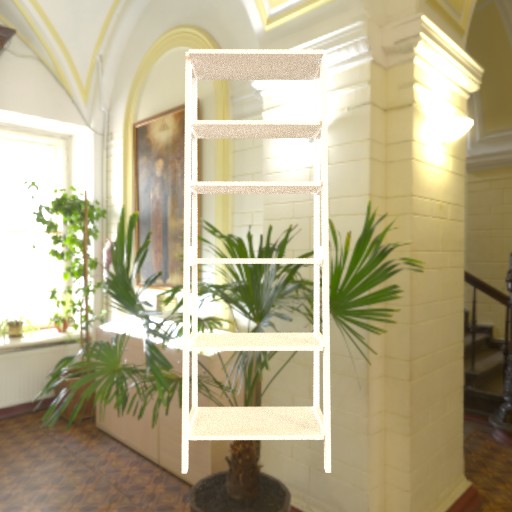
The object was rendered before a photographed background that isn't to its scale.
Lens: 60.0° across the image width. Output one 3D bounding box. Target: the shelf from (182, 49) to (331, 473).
[{"bbox_3d":[0.000,0.000,2.117,0.660,1.892,0.381,0,1,-1],"label":"shelf"}]
